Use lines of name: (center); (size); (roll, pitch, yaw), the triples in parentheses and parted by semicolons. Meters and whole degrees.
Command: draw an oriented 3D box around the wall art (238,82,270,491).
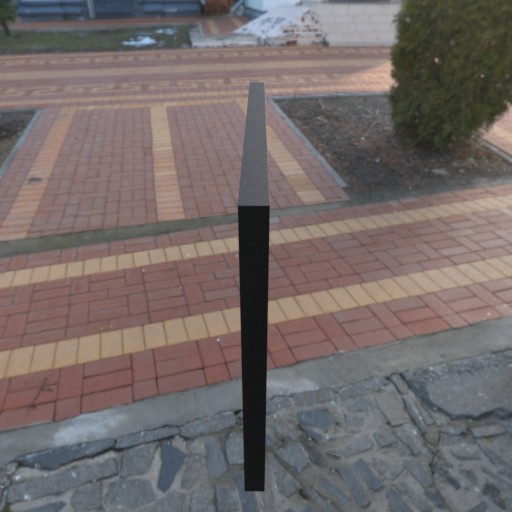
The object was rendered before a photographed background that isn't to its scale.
wall art: (0.000, 0.000, 0.758); (0.029, 0.457, 0.558); (0, 32, 0)
